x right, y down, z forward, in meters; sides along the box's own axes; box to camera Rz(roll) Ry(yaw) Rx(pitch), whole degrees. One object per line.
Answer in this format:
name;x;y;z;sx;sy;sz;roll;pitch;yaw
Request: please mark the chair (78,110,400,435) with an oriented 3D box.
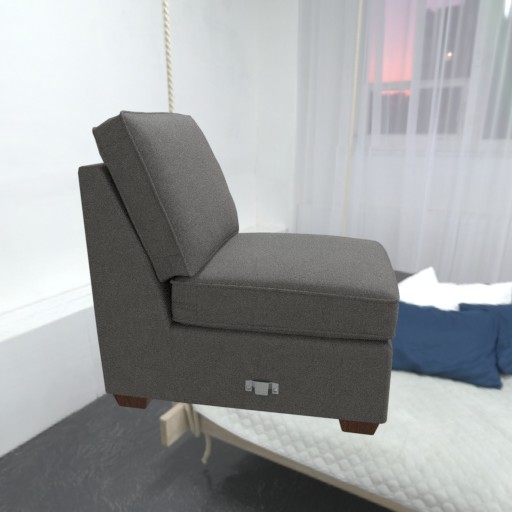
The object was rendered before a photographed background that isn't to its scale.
chair;0.000;0.000;1.564;0.938;0.970;0.621;3;17;10
